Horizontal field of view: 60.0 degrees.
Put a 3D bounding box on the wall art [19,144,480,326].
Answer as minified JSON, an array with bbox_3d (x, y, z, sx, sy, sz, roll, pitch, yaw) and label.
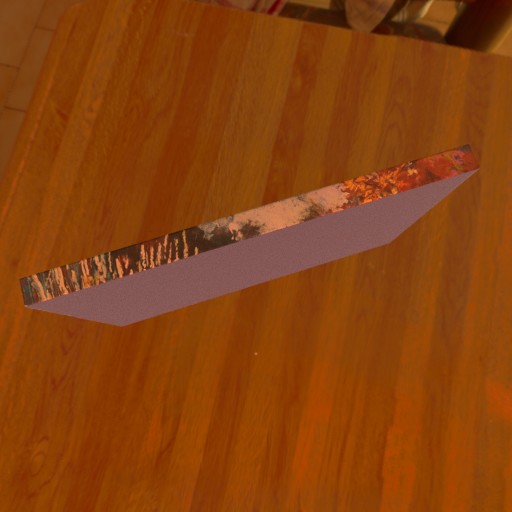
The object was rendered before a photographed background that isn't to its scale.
[{"bbox_3d":[0.000,0.000,0.769,0.610,0.406,0.037,-17,78,-4],"label":"wall art"}]
